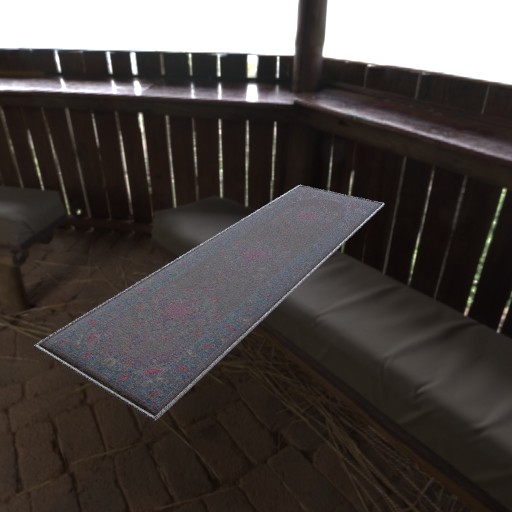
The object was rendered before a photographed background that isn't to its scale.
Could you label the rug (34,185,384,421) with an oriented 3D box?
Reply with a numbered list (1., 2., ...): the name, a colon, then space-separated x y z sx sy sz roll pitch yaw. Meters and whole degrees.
1. rug: 0.000 0.000 1.991 0.553 0.012 1.827 18 34 29
